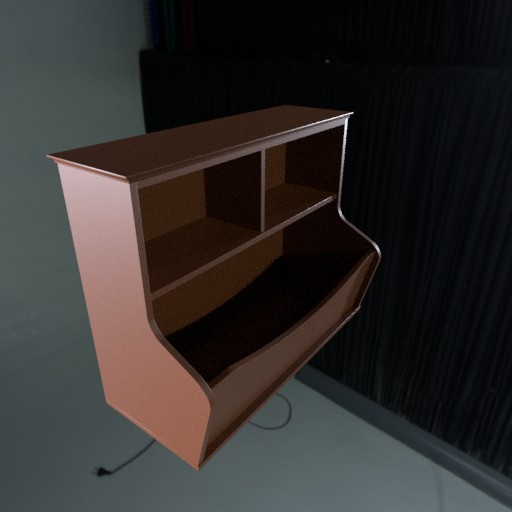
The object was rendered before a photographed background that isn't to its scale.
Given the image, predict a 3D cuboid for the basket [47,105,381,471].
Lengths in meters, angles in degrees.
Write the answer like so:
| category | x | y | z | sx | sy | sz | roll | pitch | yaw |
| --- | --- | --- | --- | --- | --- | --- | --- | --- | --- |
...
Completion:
| category | x | y | z | sx | sy | sz | roll | pitch | yaw |
| --- | --- | --- | --- | --- | --- | --- | --- | --- | --- |
| basket | 0.000 | 0.000 | 1.144 | 0.376 | 0.625 | 0.792 | 19 | 32 | 33 |
